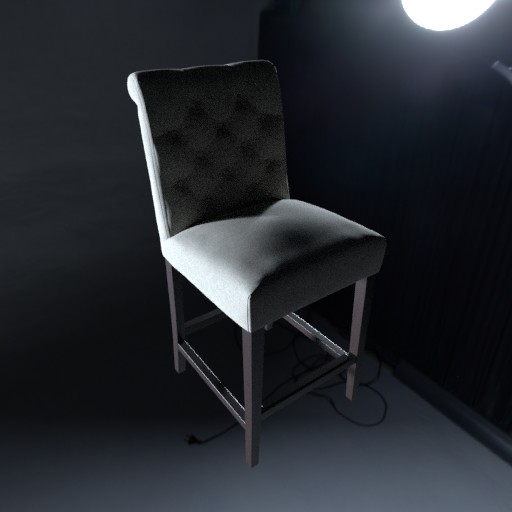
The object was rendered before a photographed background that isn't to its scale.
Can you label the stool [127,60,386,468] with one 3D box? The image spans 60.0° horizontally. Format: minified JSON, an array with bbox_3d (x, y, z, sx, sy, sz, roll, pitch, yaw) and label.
[{"bbox_3d":[0.000,0.000,1.366,0.493,1.040,0.601,-20,36,-31],"label":"stool"}]
